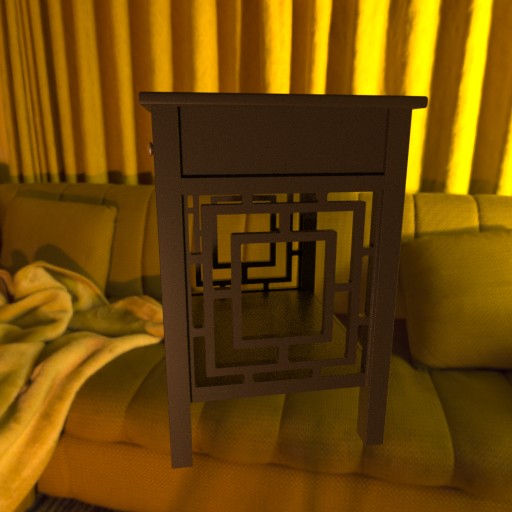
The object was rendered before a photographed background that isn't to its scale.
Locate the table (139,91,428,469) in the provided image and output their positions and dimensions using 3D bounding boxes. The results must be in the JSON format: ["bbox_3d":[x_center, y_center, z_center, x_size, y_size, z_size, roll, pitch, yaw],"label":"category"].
[{"bbox_3d":[0.000,0.000,1.006,0.451,0.646,0.564,-2,15,-9],"label":"table"}]
